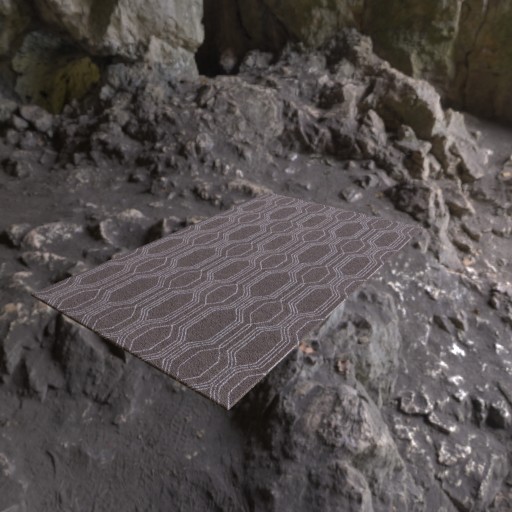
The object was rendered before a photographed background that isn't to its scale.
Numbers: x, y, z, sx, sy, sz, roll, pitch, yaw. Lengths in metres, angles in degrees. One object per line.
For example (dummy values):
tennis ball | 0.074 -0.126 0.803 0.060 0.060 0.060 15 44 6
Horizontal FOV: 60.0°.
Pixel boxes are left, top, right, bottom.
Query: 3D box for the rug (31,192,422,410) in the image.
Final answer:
rug | 0.000 0.000 3.122 1.541 0.012 2.457 18 31 33
